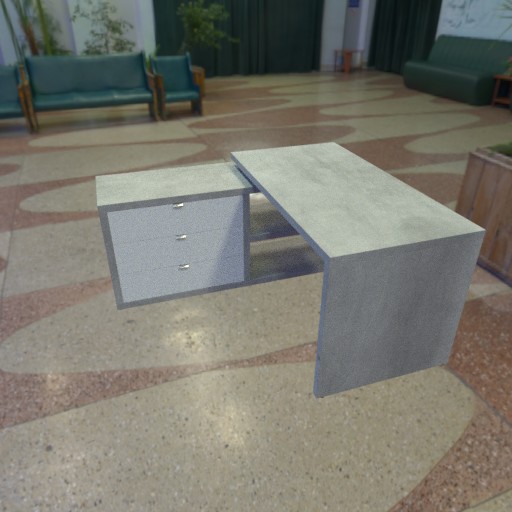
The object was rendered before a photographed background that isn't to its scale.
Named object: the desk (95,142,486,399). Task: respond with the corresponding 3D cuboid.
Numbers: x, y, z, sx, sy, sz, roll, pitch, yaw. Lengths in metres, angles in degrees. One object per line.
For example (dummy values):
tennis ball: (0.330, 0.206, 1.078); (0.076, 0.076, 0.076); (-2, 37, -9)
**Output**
desk: (0.000, 0.000, 2.352); (1.500, 0.740, 1.400); (-10, 31, -16)
